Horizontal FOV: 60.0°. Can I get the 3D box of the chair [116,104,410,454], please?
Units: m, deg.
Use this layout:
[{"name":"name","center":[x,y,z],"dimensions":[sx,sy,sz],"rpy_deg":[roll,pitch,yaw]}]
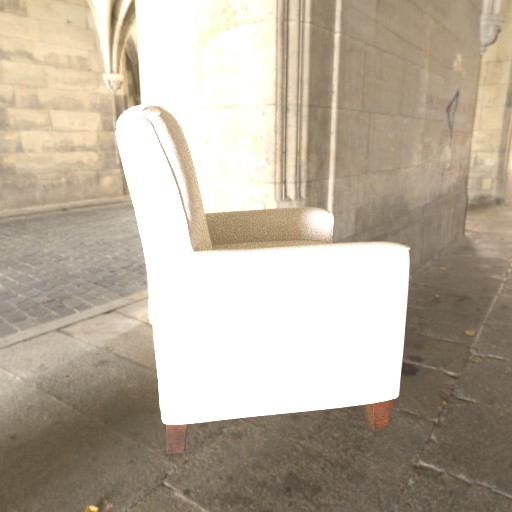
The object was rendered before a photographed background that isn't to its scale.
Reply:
[{"name":"chair","center":[0.000,0.000,1.633],"dimensions":[0.858,1.028,0.841],"rpy_deg":[-3,15,-10]}]
